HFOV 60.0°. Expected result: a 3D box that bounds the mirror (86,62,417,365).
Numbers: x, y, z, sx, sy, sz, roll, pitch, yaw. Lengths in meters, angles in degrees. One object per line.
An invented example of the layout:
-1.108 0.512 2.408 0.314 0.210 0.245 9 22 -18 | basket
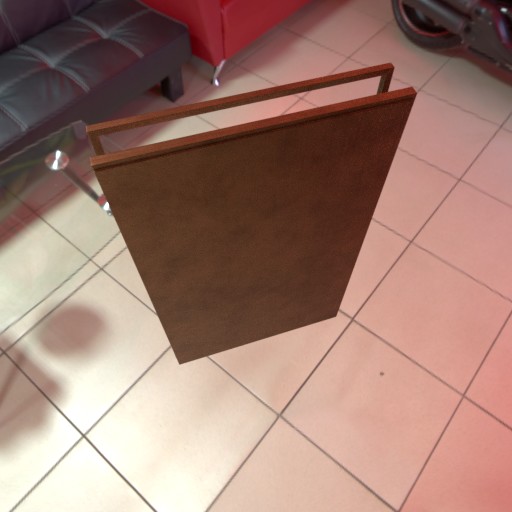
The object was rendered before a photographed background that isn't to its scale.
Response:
0.000 0.000 0.946 0.468 0.768 0.082 -15 59 -10 | mirror
